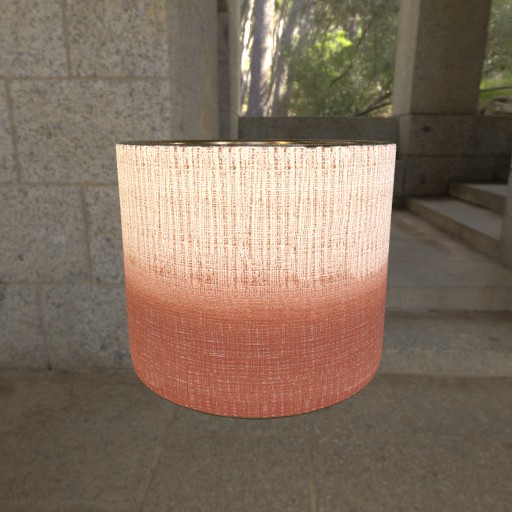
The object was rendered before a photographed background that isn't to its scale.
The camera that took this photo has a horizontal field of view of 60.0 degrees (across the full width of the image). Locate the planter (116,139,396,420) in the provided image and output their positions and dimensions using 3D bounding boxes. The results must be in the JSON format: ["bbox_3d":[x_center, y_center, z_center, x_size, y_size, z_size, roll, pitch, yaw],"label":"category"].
[{"bbox_3d":[0.000,0.000,0.440,0.254,0.221,0.254,0,16,0],"label":"planter"}]
